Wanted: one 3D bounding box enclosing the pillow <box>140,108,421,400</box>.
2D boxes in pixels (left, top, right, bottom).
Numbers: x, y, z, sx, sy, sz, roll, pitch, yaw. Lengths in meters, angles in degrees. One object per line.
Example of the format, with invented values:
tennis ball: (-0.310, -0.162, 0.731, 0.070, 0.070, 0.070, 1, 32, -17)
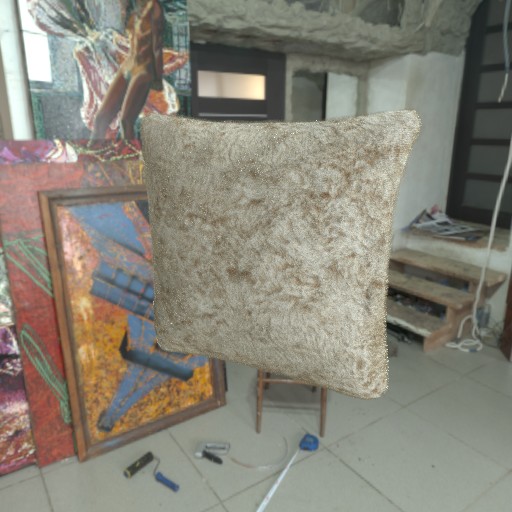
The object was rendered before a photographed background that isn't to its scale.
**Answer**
pillow: (0.000, 0.000, 0.830, 0.538, 0.525, 0.216, 8, 17, 25)
